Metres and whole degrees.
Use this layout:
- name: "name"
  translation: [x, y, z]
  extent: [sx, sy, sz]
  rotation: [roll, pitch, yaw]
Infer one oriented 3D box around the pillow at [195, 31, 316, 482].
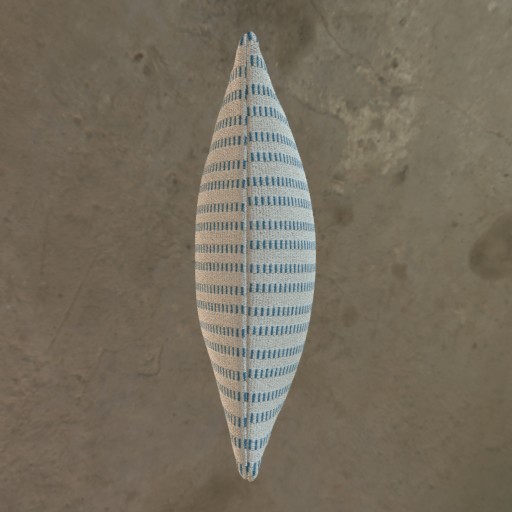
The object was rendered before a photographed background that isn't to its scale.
- name: "pillow"
  translation: [0.000, 0.000, 0.789]
  extent: [0.210, 0.353, 0.640]
  rotation: [0, 91, 1]
